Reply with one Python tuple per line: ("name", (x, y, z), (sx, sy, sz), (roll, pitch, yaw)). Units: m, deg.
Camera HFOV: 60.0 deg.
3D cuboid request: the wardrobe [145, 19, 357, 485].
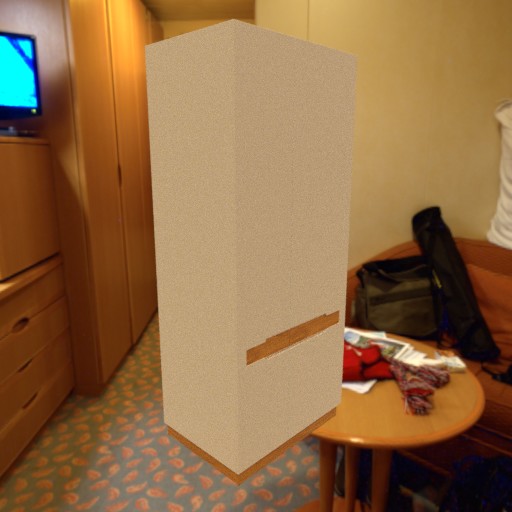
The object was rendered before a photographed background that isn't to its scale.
("wardrobe", (0.000, 0.000, 2.377), (0.600, 2.040, 0.860), (12, 18, 43))
